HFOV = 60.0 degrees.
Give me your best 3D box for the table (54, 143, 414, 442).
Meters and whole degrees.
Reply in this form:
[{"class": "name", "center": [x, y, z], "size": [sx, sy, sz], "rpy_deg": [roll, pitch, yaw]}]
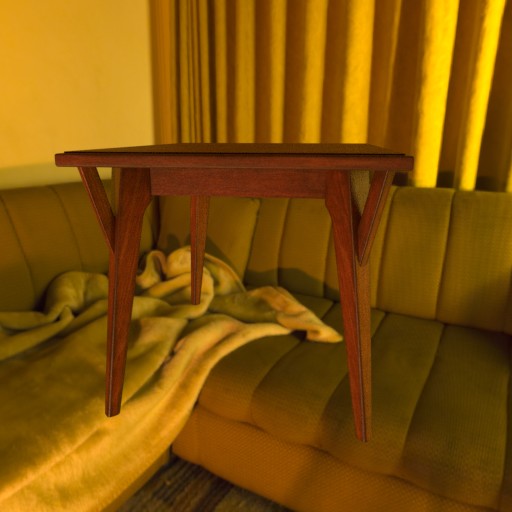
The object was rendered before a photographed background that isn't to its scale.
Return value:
[{"class": "table", "center": [0.000, 0.000, 1.583], "size": [0.838, 0.761, 0.991], "rpy_deg": [2, 16, 8]}]
